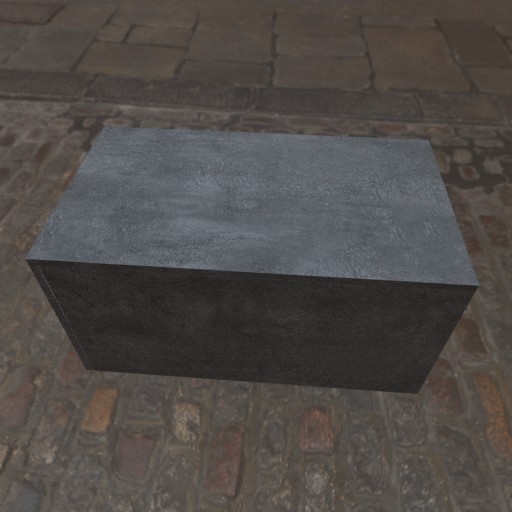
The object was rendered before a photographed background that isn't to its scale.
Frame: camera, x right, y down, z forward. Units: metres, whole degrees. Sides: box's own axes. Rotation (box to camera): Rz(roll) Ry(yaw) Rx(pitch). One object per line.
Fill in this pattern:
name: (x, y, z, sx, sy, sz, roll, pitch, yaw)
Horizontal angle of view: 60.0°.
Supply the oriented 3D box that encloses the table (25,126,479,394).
table: (0.000, 0.000, 0.943, 0.700, 0.350, 0.400, 3, 47, 3)
